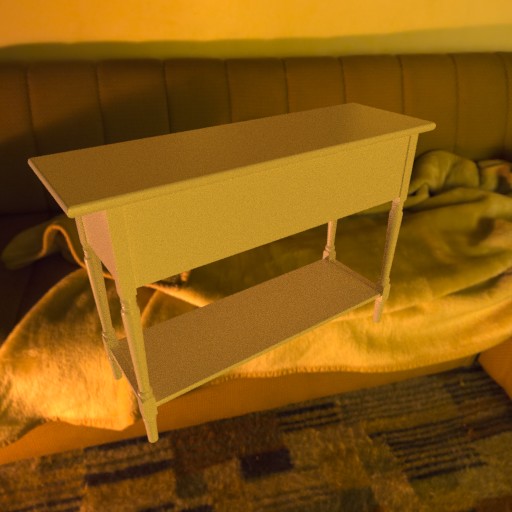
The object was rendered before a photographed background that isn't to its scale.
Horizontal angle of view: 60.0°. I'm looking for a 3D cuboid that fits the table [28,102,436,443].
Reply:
[{"bbox_3d":[0.000,0.000,1.522,1.191,0.814,0.386,-20,36,-29],"label":"table"}]
